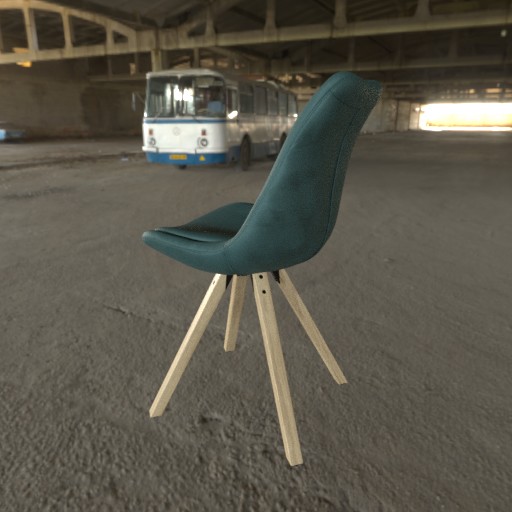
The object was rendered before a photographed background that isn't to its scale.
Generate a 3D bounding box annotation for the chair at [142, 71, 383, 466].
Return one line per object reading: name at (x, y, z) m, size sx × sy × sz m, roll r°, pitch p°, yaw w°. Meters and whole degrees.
chair at (0.000, 0.000, 1.172) m, size 0.547 × 0.865 × 0.483 m, roll 9°, pitch 19°, yaw 26°
